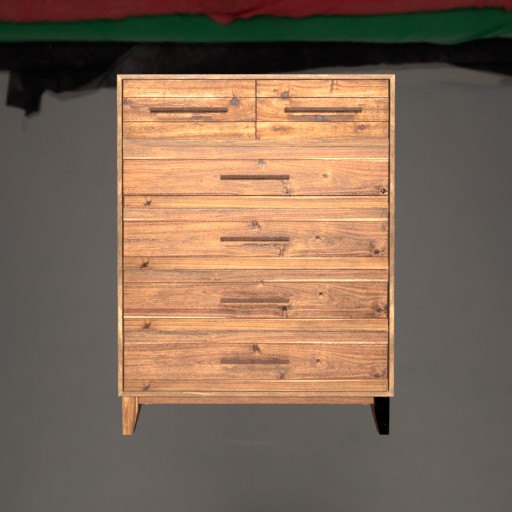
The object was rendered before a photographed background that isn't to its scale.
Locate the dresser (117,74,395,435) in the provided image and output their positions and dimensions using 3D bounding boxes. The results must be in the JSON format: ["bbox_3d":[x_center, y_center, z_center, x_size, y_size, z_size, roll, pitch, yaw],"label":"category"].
[{"bbox_3d":[0.000,0.000,1.912,1.062,1.393,0.442,0,1,0],"label":"dresser"}]
